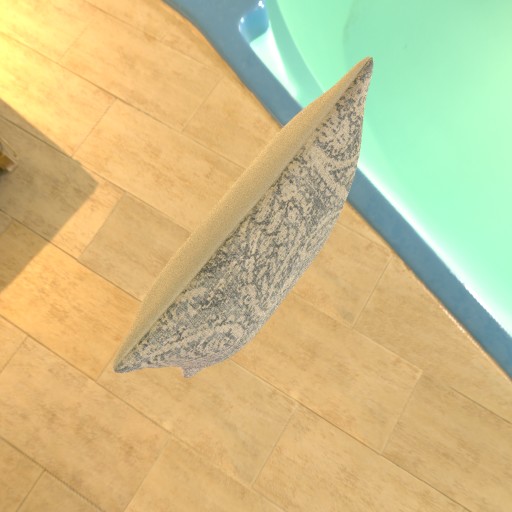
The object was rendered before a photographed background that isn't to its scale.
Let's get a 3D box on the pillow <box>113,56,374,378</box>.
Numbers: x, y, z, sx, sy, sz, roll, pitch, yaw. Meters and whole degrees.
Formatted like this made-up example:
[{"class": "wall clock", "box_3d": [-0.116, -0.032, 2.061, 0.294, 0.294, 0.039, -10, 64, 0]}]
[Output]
[{"class": "pillow", "box_3d": [0.000, 0.000, 0.786, 0.166, 0.510, 0.523, 37, 78, 9]}]
